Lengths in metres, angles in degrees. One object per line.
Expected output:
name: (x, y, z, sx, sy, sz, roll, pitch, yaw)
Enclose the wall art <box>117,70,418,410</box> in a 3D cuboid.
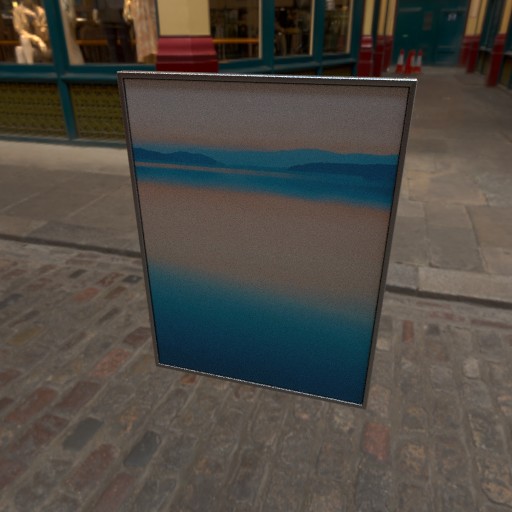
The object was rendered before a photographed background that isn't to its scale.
wall art: (0.000, 0.000, 1.398, 0.801, 1.062, 0.037, 7, 28, 14)
